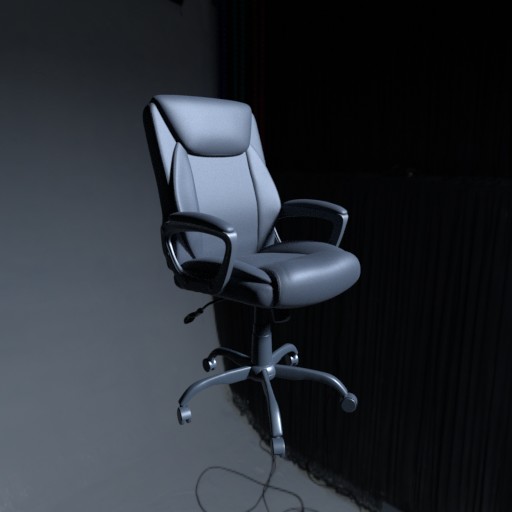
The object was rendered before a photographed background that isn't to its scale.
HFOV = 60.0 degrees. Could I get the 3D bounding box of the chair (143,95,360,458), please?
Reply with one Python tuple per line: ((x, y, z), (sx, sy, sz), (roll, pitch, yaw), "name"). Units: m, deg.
((0.000, 0.000, 1.518), (0.615, 1.072, 0.655), (-12, 18, -42), "chair")
